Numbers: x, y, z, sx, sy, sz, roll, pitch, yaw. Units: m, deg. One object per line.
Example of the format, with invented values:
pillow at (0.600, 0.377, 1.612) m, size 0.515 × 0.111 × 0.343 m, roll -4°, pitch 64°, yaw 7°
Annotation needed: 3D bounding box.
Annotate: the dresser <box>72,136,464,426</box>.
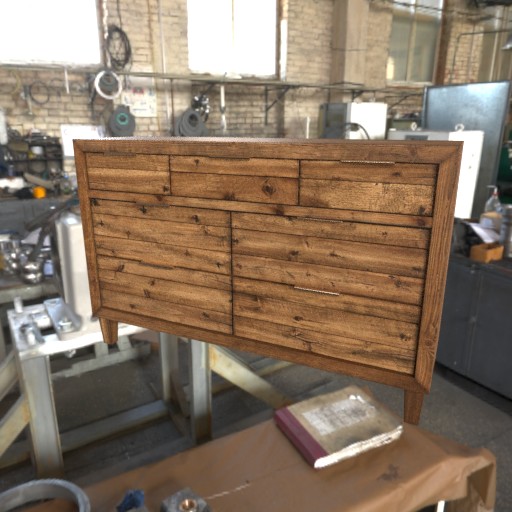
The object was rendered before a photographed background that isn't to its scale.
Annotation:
dresser at (0.000, 0.000, 1.756) m, size 1.387 × 0.892 × 0.438 m, roll 8°, pitch 18°, yaw 24°
